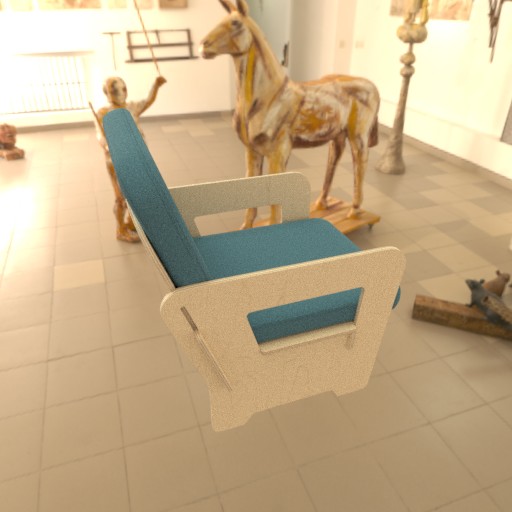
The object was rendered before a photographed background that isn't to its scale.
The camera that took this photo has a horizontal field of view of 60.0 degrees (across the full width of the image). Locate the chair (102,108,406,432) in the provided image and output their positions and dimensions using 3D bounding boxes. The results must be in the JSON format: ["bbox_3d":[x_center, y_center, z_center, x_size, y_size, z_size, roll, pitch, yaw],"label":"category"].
[{"bbox_3d":[0.000,0.000,1.188,0.657,0.747,0.547,-10,32,-17],"label":"chair"}]
